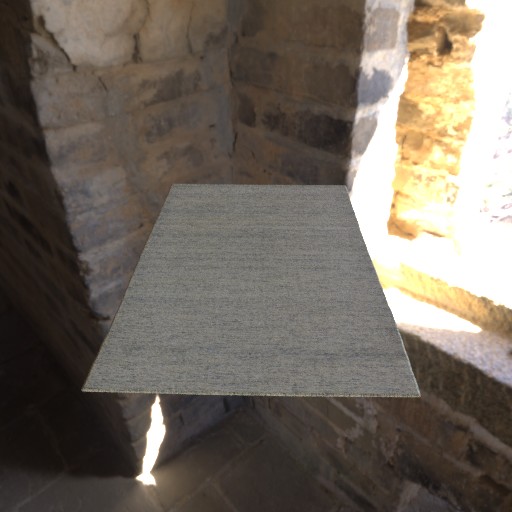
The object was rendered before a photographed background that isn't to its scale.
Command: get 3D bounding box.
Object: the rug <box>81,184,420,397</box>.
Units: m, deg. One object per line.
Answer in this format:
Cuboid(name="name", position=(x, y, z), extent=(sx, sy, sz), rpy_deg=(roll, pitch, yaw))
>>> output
Cuboid(name="rug", position=(0.000, 0.000, 2.911), extent=(1.523, 0.017, 2.263), rpy_deg=(1, 33, 1))
